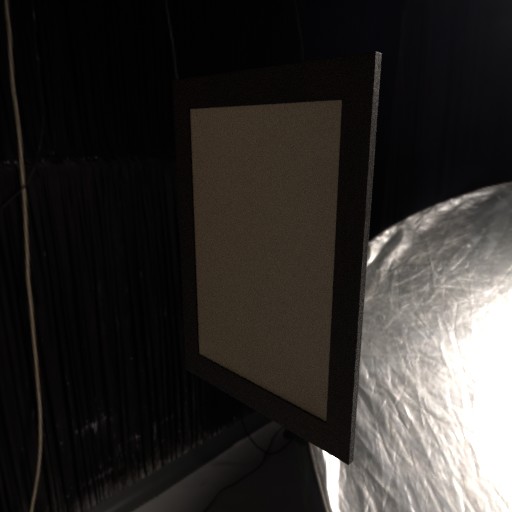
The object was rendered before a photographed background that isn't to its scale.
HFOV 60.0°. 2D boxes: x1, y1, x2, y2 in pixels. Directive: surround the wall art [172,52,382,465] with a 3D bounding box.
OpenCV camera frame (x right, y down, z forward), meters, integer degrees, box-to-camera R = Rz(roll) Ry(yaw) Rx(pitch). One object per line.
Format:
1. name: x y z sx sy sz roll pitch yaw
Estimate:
1. wall art: 0.000 0.000 0.649 0.359 0.508 0.013 15 21 43
